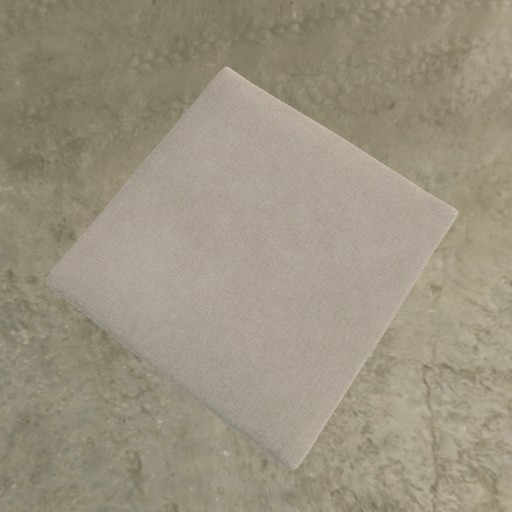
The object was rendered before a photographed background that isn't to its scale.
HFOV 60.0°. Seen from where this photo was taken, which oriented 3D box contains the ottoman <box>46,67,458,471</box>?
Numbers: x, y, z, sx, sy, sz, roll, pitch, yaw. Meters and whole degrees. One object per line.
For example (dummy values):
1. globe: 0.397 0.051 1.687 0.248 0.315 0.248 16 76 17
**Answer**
1. ottoman: 0.000 0.000 1.829 1.171 0.517 1.203 35 78 8
